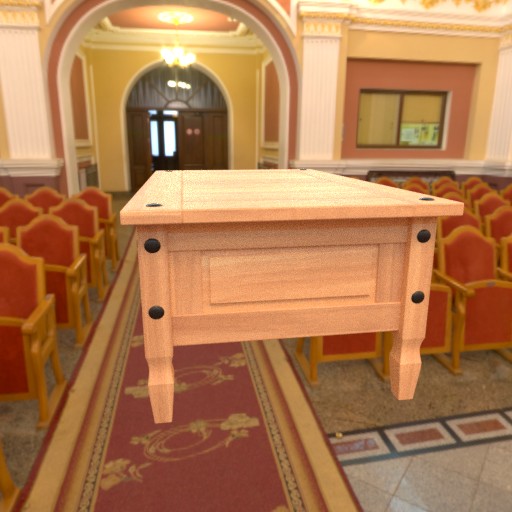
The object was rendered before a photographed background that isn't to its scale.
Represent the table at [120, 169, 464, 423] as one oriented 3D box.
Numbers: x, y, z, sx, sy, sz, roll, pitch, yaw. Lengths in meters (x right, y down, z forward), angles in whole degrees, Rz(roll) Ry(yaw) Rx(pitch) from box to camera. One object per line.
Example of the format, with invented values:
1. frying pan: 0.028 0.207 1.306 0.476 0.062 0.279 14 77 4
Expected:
1. table: 0.000 0.000 1.282 0.600 0.437 1.000 -2 15 -9
